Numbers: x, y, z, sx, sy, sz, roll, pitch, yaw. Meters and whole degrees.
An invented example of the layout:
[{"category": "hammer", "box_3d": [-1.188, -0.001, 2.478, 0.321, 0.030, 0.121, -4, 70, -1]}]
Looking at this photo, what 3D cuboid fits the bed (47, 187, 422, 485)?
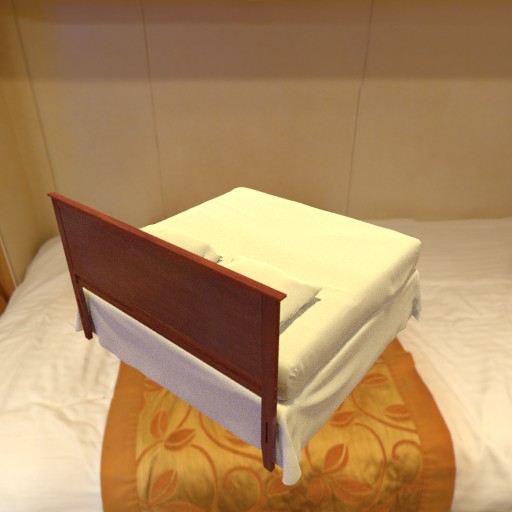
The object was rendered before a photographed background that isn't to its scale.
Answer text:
[{"category": "bed", "box_3d": [0.000, 0.000, 3.589, 2.314, 1.271, 2.219, 22, 36, 33]}]
